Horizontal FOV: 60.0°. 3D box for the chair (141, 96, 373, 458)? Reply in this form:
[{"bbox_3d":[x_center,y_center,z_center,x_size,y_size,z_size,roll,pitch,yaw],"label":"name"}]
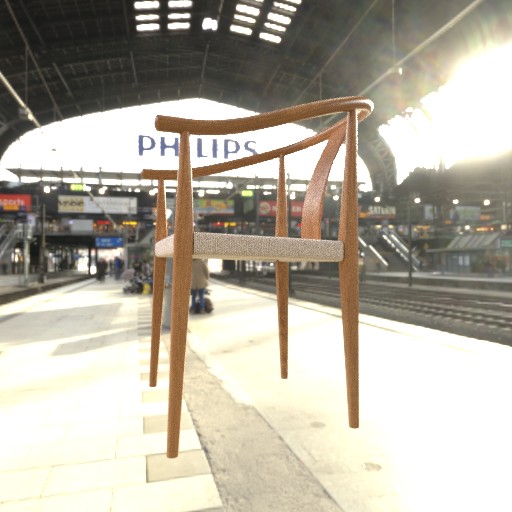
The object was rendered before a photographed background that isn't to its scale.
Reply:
[{"bbox_3d":[0.000,0.000,1.195,0.579,0.800,0.556,0,-1,-17],"label":"chair"}]
